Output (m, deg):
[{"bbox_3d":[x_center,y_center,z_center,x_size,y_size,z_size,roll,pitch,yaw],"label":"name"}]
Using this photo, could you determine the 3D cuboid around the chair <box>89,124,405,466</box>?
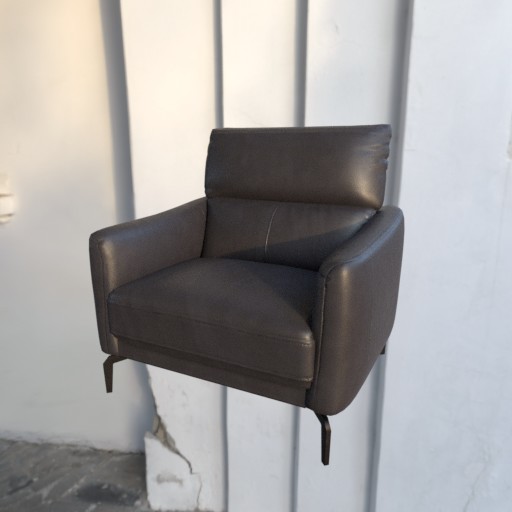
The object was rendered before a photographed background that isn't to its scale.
[{"bbox_3d":[0.000,0.000,1.638,0.976,0.949,0.809,7,16,26],"label":"chair"}]
